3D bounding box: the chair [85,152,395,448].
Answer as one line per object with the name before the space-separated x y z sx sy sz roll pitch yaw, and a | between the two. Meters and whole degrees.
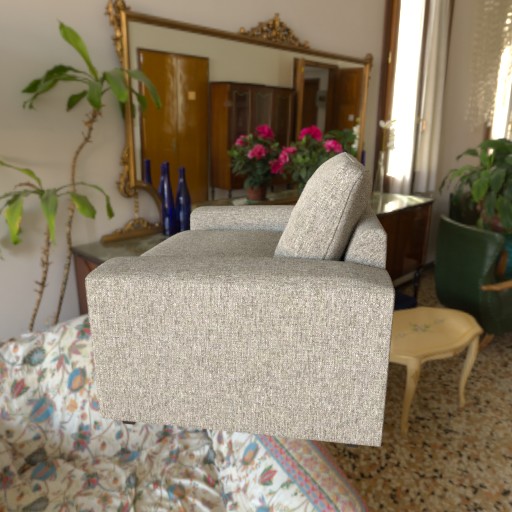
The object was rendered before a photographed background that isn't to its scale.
chair | 0.000 0.000 2.049 1.039 0.915 1.398 2 16 8
